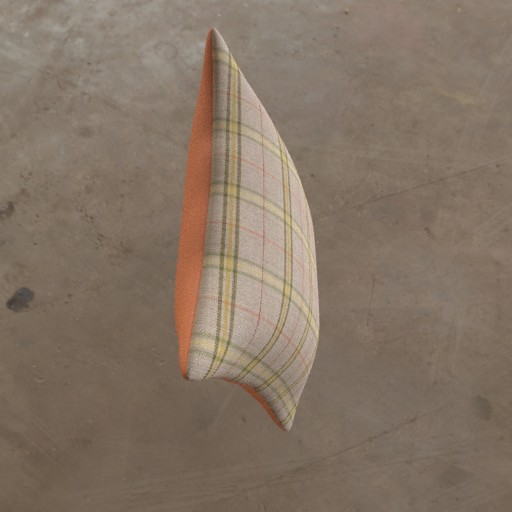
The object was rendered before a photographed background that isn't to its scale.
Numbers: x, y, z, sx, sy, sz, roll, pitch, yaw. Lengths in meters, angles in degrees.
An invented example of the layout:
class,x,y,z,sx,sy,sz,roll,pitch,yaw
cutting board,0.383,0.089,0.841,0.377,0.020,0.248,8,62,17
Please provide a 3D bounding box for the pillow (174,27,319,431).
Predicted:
class,x,y,z,sx,sy,sz,roll,pitch,yaw
pillow,0.000,0.000,0.665,0.200,0.430,0.453,0,63,0
